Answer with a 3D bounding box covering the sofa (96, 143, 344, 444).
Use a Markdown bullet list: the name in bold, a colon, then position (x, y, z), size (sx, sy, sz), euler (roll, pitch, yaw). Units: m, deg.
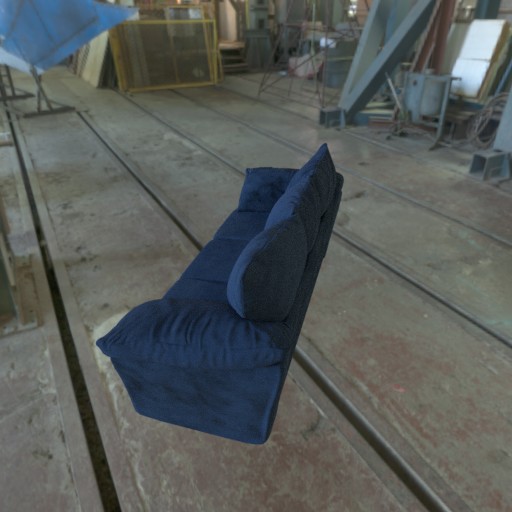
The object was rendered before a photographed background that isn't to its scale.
- **sofa**: position (0.000, 0.000, 2.934), size (0.907, 1.091, 2.390), euler (8, 31, 14)
